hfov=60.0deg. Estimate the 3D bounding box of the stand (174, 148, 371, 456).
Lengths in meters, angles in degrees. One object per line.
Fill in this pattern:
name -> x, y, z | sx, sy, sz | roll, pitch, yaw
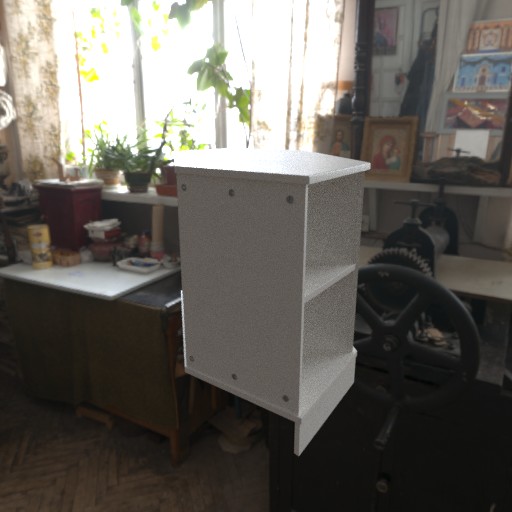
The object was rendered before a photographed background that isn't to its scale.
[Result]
stand -> 0.000, 0.000, 1.396 | 0.477, 0.614, 1.072 | -3, 17, -10
